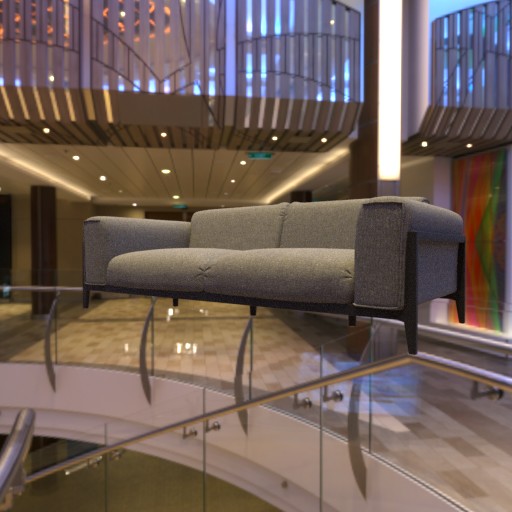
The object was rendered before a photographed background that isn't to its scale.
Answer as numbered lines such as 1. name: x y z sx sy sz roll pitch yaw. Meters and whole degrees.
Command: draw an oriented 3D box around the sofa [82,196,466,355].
1. sofa: 0.000 0.000 2.619 2.125 0.703 0.985 1 1 36
